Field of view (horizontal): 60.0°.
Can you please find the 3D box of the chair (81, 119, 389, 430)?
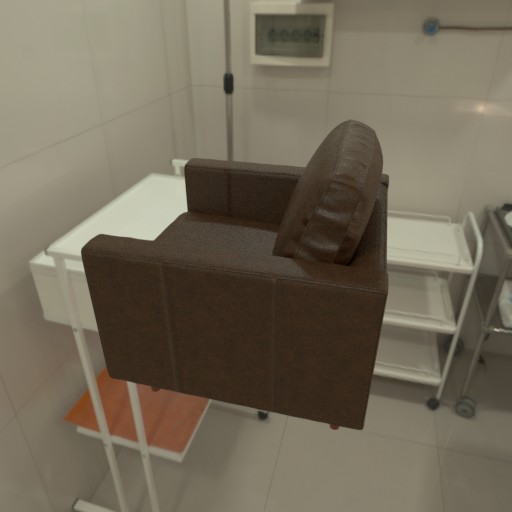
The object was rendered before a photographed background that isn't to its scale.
[{"bbox_3d":[0.000,0.000,1.669,0.909,0.956,0.890,7,31,13],"label":"chair"}]
